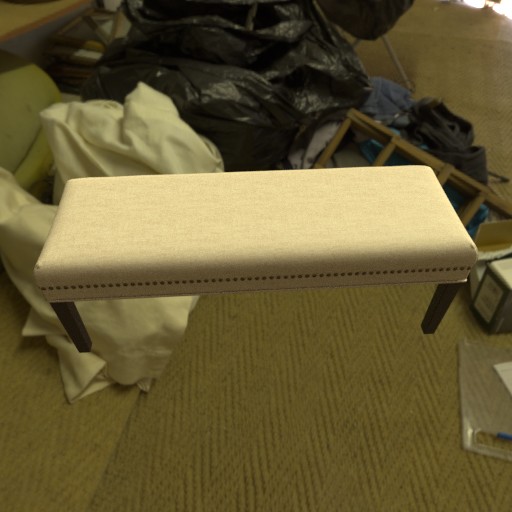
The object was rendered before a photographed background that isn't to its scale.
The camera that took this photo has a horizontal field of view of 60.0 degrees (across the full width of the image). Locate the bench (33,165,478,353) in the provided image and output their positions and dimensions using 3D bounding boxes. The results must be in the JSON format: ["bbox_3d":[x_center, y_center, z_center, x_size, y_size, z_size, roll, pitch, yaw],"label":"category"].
[{"bbox_3d":[0.000,0.000,1.462,1.219,0.457,0.410,-3,47,-2],"label":"bench"}]
